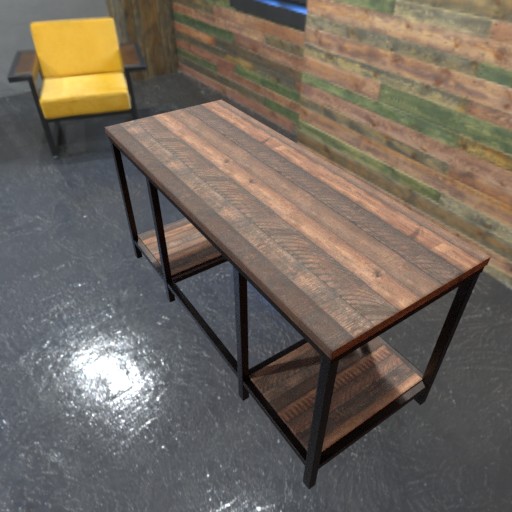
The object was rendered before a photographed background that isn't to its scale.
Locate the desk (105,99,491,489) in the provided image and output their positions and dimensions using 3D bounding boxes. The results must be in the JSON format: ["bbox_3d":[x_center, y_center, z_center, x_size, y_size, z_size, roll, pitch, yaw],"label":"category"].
[{"bbox_3d":[0.000,0.000,1.894,0.617,0.753,1.538,-23,45,-26],"label":"desk"}]
